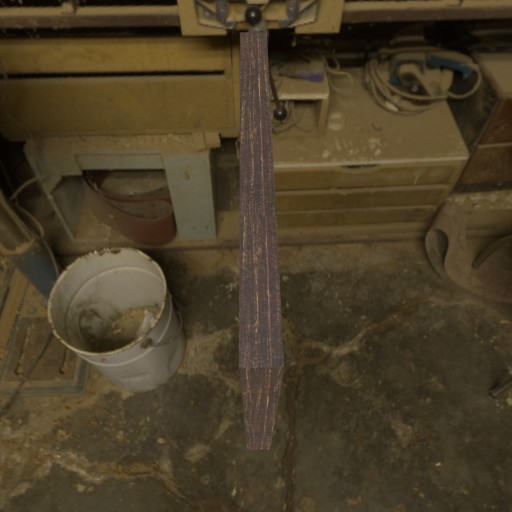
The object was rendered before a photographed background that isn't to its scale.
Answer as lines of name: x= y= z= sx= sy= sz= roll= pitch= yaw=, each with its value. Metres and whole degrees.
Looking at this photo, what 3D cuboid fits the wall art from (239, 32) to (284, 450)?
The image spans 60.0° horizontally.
wall art: x=0.000 y=0.000 z=0.532 sx=0.031 sy=0.330 sz=0.381 roll=-1 pitch=58 yaw=-1
